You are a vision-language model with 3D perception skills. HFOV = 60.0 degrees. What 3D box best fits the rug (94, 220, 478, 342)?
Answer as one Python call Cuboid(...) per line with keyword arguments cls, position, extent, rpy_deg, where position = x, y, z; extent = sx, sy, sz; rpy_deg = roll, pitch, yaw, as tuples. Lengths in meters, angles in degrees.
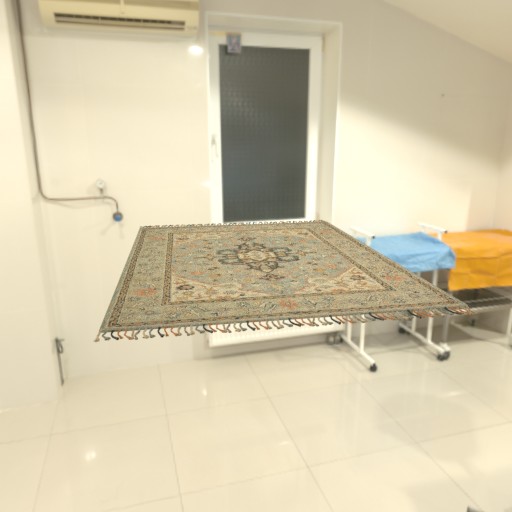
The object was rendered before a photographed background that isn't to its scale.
Cuboid(cls="rug", position=(0.000, 0.000, 2.241), extent=(1.278, 0.009, 1.730), rpy_deg=(-3, 16, -9))
